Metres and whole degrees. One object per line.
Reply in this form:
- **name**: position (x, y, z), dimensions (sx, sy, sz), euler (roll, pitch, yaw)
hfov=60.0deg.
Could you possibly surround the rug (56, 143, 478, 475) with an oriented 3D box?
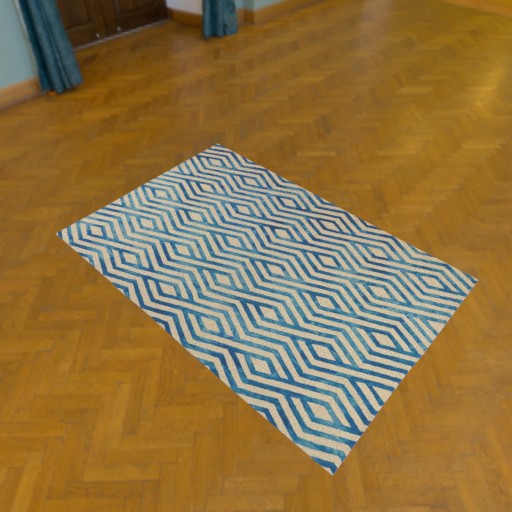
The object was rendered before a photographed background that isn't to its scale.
- **rug**: position (0.000, 0.000, 2.285), dimensions (1.830, 0.008, 1.225), euler (33, 54, 28)
